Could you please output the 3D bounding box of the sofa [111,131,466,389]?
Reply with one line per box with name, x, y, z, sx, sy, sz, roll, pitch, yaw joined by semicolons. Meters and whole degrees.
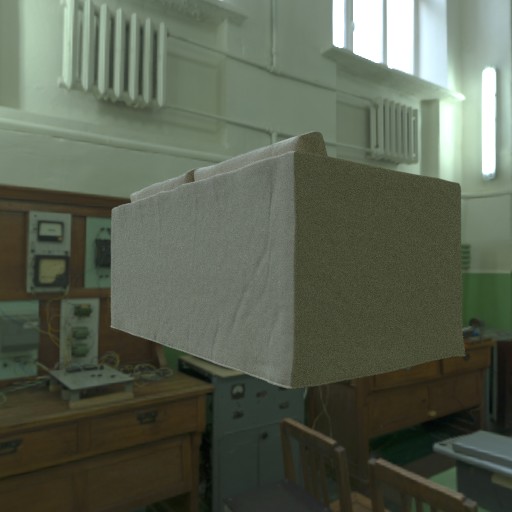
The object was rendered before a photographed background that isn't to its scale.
sofa;0.000;0.000;2.253;0.962;0.835;1.719;1;-2;-36
